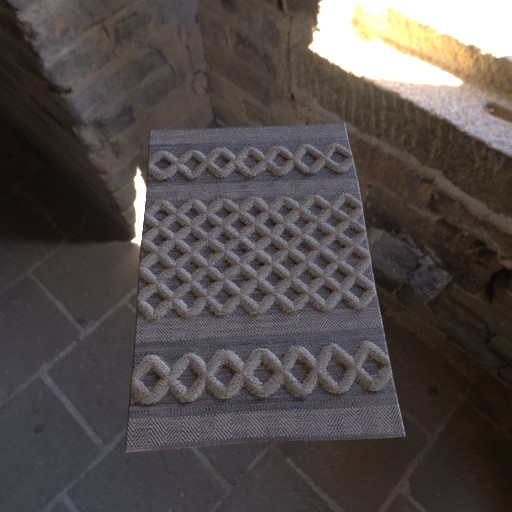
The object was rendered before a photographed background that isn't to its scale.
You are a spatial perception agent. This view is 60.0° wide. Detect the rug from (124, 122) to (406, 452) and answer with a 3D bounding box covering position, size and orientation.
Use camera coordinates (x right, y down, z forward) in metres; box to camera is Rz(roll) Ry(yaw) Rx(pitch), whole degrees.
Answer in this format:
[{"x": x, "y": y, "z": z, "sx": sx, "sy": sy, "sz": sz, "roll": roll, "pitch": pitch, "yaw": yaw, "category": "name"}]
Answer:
[{"x": 0.000, "y": 0.000, "z": 2.320, "sx": 1.222, "sy": 0.030, "sz": 1.823, "roll": -3, "pitch": 63, "yaw": -1, "category": "rug"}]
